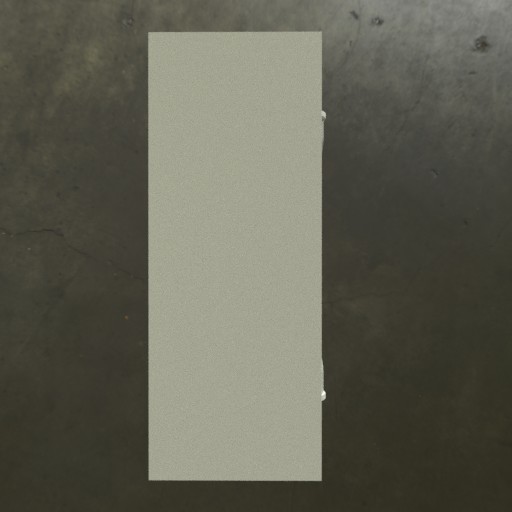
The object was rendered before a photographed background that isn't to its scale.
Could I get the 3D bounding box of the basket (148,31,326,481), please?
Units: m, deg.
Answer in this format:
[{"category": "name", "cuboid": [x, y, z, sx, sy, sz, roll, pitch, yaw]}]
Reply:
[{"category": "basket", "cuboid": [0.000, 0.000, 1.095, 0.376, 0.625, 0.792, 0, 90, 0]}]
